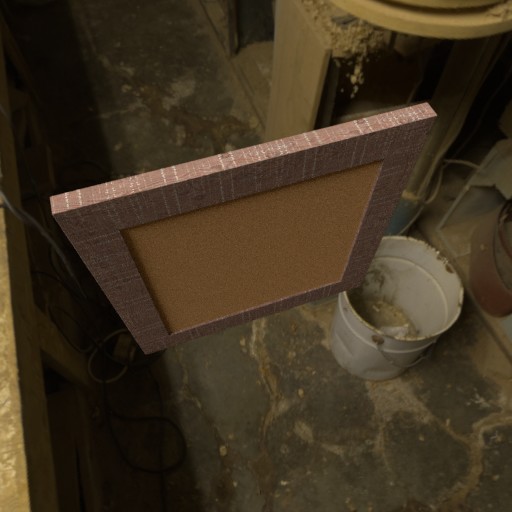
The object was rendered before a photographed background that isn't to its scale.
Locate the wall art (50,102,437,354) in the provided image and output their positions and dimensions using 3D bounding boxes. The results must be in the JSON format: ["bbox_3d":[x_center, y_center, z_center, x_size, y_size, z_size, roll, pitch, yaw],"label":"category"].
[{"bbox_3d":[0.000,0.000,0.815,0.531,0.531,0.029,-16,61,-10],"label":"wall art"}]
